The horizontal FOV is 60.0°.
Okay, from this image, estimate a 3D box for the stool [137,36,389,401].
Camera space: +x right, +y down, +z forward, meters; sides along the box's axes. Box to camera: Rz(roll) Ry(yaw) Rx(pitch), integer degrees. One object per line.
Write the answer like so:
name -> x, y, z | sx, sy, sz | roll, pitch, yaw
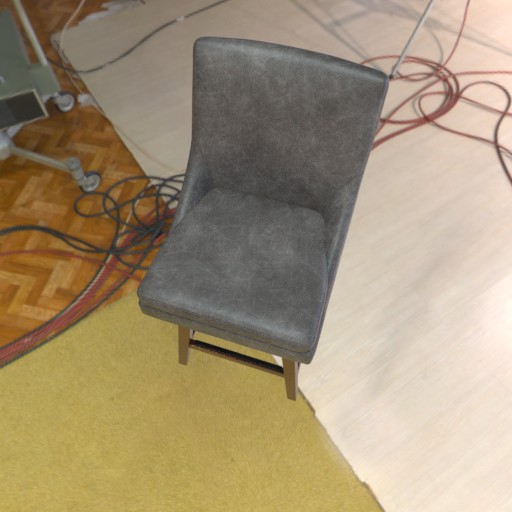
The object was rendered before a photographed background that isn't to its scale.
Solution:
stool -> 0.000, 0.000, 1.358 | 0.492, 1.046, 0.587 | 15, 61, 9
